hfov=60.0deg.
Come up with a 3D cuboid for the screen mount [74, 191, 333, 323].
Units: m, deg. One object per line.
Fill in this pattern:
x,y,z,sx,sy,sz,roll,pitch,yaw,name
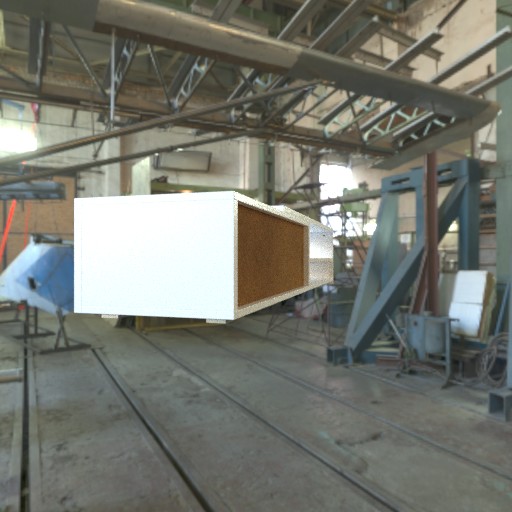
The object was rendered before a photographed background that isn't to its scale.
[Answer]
0.000,0.000,1.835,0.420,0.320,1.680,0,0,17,screen mount
